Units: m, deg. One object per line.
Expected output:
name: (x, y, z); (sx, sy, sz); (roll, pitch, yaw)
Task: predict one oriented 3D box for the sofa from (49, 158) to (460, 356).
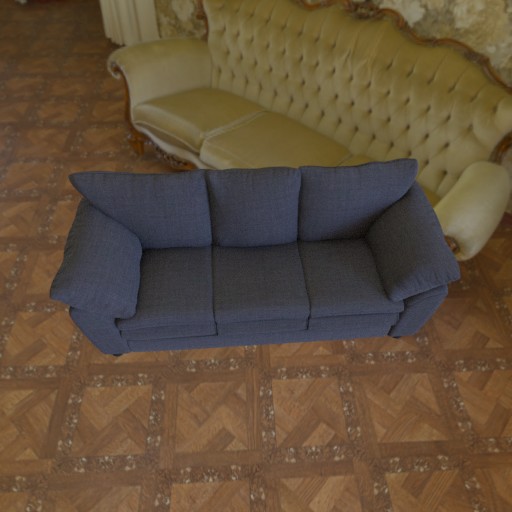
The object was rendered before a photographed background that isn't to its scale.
sofa: (0.000, 0.000, 2.902); (2.336, 1.080, 0.883); (-3, 47, -3)
